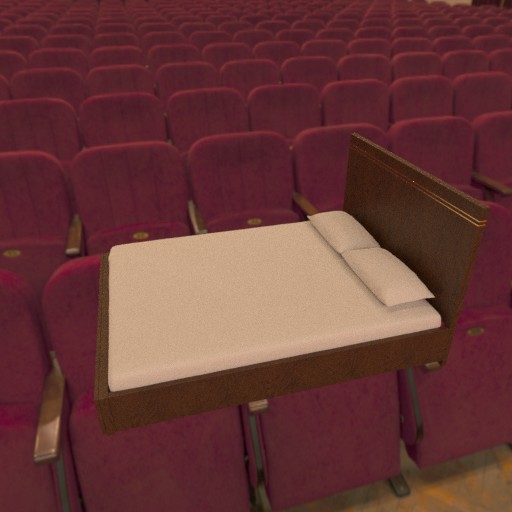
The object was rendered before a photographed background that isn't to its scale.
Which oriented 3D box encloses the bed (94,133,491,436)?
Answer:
[{"bbox_3d":[0.000,0.000,3.132,2.221,1.169,1.613,-8,31,-13],"label":"bed"}]
